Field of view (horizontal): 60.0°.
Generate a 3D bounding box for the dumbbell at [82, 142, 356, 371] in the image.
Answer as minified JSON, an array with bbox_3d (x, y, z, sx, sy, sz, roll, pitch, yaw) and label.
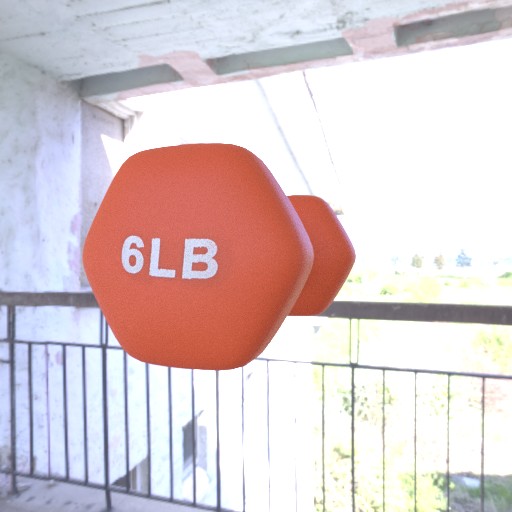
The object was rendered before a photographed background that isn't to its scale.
[{"bbox_3d":[0.000,0.000,0.206,0.079,0.071,0.162,0,0,19],"label":"dumbbell"}]
